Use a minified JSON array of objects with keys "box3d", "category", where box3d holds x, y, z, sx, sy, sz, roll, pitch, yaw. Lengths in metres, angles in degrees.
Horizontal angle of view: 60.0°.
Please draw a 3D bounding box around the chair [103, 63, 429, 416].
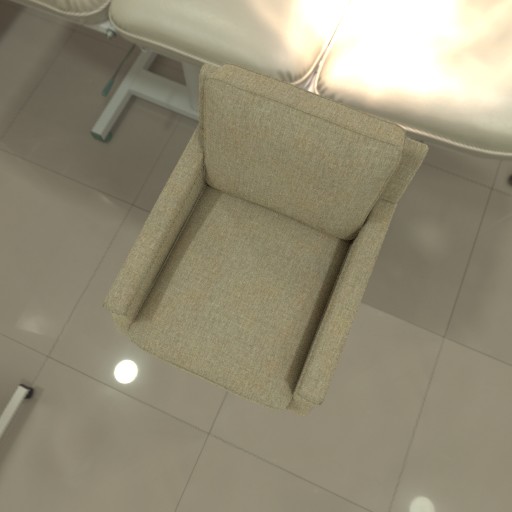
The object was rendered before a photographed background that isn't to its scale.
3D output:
[{"box3d":[0.000,0.000,1.729,0.853,0.943,1.014,23,75,6],"category":"chair"}]
